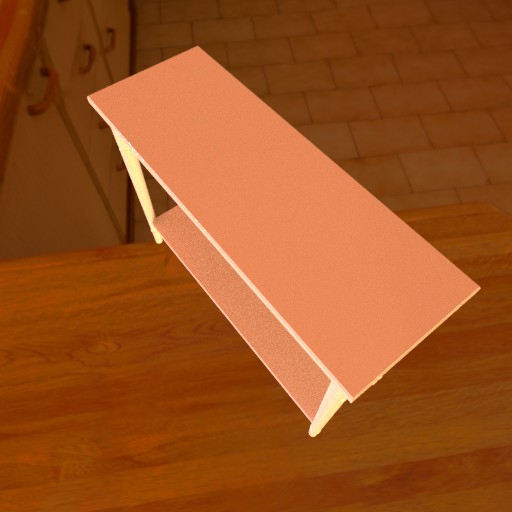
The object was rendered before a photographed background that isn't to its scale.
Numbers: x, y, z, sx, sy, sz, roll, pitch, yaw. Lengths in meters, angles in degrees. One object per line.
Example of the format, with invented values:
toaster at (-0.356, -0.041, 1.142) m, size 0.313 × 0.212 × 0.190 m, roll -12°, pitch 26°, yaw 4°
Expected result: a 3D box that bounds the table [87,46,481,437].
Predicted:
table at (0.000, 0.000, 1.416) m, size 0.381 × 0.749 × 1.067 m, roll -34°, pitch 65°, yaw -19°
